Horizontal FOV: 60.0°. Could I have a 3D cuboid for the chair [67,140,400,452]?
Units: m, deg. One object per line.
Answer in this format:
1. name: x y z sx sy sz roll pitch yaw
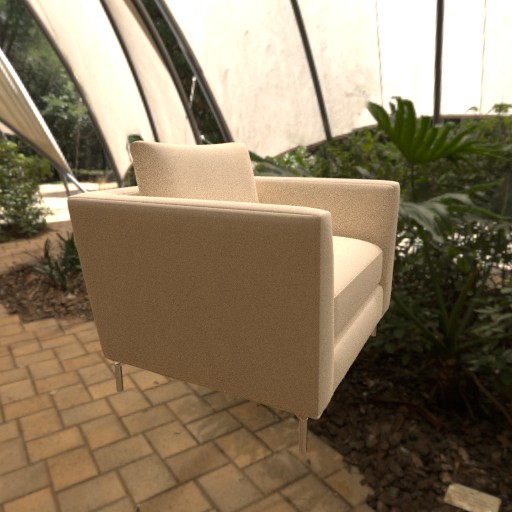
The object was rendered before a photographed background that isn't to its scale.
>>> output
1. chair: 0.000 0.000 1.722 0.889 0.865 1.041 7 16 26
